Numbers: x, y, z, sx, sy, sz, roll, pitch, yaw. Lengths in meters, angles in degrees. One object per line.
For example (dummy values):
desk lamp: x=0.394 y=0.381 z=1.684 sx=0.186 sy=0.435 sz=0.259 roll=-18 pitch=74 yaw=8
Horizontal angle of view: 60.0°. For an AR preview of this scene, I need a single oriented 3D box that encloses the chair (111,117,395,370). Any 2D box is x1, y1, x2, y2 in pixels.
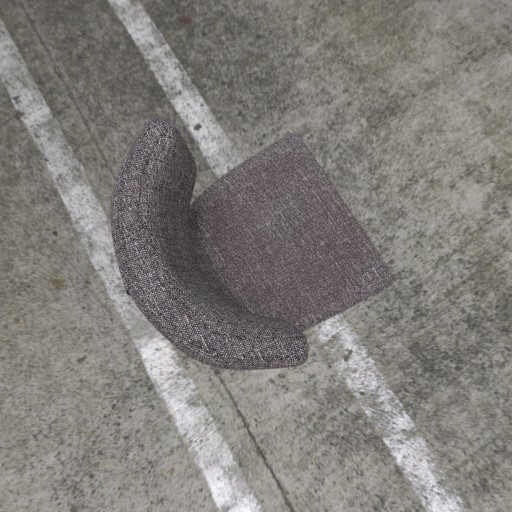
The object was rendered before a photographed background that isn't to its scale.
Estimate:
chair: x=0.000 y=0.000 z=1.294 sx=0.617 sy=0.824 sz=0.611 roll=-30 pitch=79 yaw=-7
